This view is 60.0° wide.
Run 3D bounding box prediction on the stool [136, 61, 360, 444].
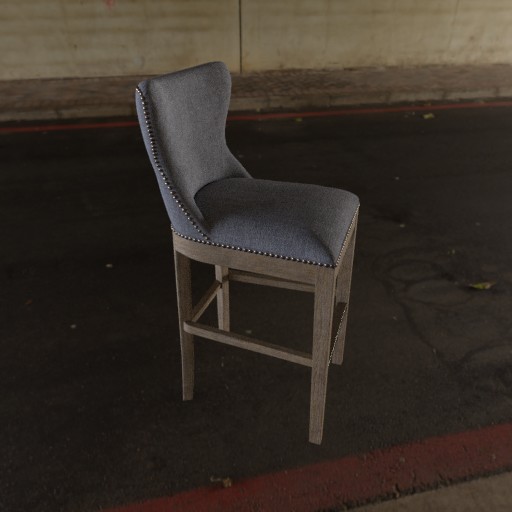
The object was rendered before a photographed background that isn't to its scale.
[{"bbox_3d":[0.000,0.000,1.462,0.606,1.123,0.494,10,32,17],"label":"stool"}]
